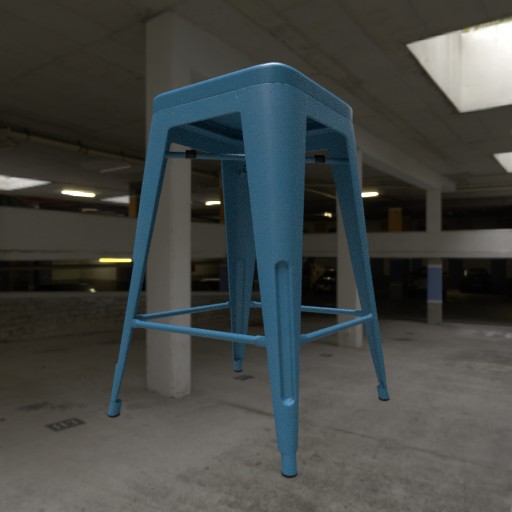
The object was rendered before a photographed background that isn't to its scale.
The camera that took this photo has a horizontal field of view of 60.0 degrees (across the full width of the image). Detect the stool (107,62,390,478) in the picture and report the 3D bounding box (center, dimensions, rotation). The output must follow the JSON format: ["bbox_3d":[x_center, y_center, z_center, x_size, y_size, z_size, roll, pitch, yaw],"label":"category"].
[{"bbox_3d":[0.000,0.000,0.885,0.410,0.608,0.410,0,1,35],"label":"stool"}]
